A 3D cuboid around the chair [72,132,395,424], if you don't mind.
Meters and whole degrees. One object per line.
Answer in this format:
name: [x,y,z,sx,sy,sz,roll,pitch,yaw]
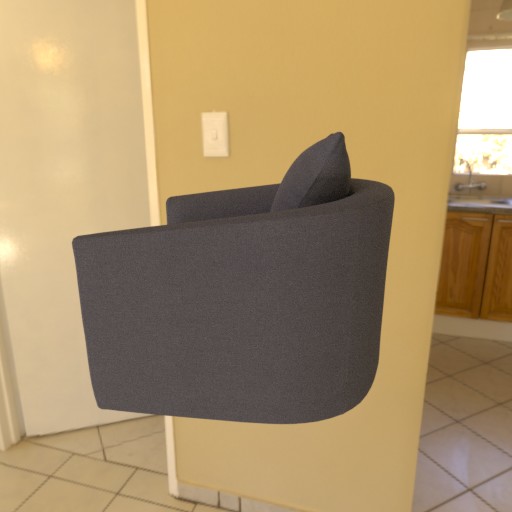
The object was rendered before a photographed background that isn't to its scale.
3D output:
chair: [0.000,0.000,1.575,0.910,0.848,0.845,2,16,8]
